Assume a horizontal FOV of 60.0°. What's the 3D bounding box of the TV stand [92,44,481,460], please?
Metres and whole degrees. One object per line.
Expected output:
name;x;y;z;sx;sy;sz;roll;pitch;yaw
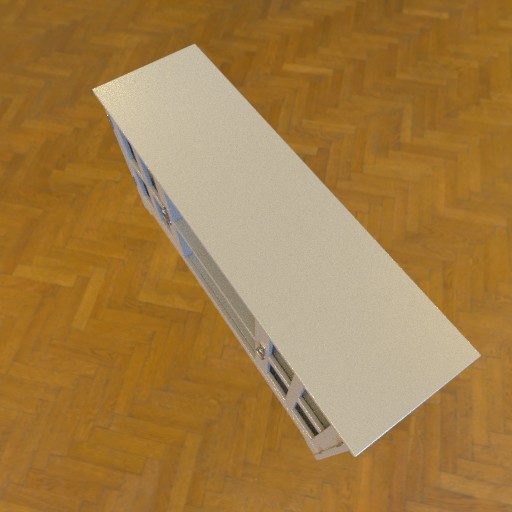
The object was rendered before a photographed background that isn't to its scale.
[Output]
TV stand;0.000;0.000;1.370;0.344;0.603;1.167;-31;67;-15
